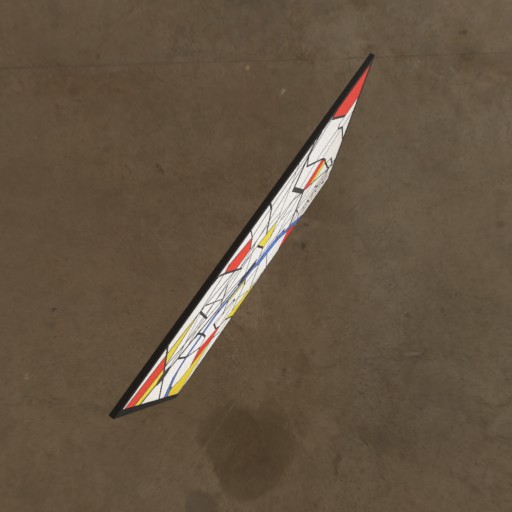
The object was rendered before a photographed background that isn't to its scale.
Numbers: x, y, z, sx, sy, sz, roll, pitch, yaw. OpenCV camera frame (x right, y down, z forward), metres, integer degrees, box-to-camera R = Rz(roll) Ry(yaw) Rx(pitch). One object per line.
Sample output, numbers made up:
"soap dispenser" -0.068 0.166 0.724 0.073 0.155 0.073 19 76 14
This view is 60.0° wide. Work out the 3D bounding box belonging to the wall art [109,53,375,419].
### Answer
"wall art" 0.000 0.000 1.251 0.013 0.665 0.963 33 78 8
